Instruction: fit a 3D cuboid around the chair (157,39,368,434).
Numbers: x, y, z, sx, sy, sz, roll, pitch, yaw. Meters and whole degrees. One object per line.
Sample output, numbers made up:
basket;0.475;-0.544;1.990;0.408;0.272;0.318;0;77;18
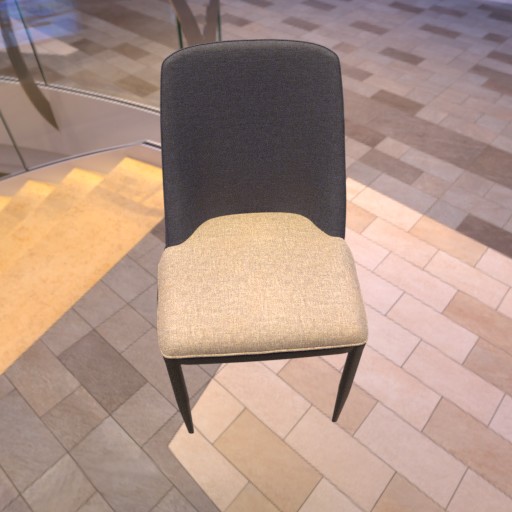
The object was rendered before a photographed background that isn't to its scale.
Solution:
chair;0.000;0.000;1.105;0.480;0.839;0.551;-3;48;-3
